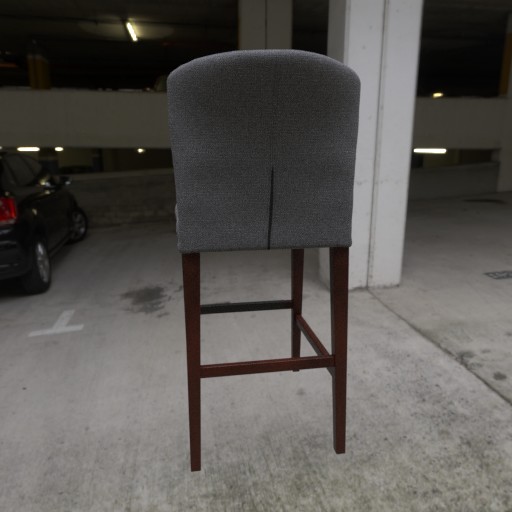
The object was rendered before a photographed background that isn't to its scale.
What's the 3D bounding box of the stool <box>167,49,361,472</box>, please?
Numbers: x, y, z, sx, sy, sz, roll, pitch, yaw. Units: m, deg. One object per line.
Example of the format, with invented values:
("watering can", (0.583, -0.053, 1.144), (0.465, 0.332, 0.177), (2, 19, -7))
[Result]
("stool", (0.000, 0.000, 1.358), (0.486, 1.069, 0.568), (-2, 14, -10))
